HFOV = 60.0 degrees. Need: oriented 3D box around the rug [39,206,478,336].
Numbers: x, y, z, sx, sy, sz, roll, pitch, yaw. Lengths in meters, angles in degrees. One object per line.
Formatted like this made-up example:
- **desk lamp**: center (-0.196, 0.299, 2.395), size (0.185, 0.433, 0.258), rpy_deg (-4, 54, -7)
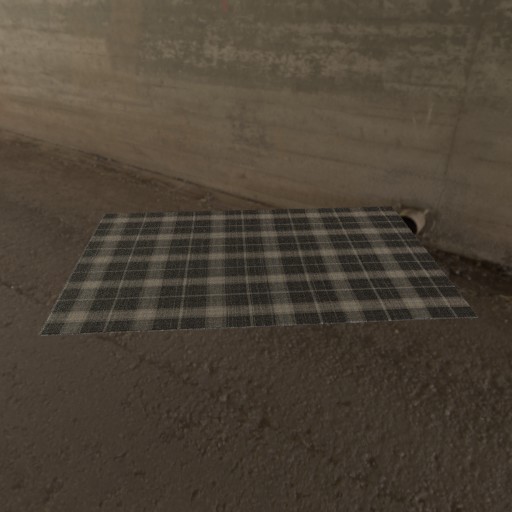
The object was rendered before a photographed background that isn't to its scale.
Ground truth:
- **rug**: center (0.000, 0.000, 3.087), size (2.434, 0.015, 1.520), rpy_deg (-2, 31, -3)
